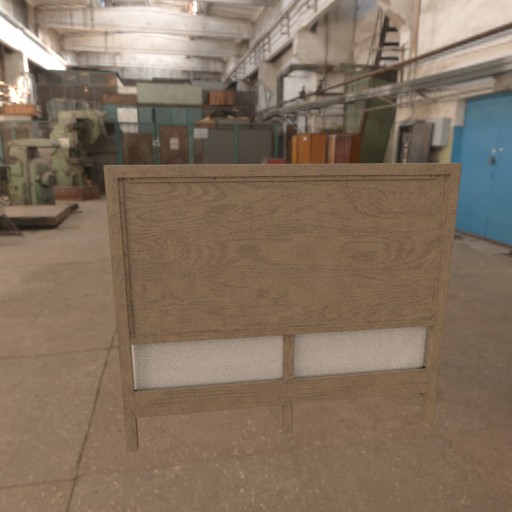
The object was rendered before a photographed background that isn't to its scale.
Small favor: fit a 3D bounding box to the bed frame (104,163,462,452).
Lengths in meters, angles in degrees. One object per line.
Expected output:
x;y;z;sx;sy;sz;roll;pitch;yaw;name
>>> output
0.000;0.000;3.160;1.606;1.369;2.189;-2;14;-8;bed frame
